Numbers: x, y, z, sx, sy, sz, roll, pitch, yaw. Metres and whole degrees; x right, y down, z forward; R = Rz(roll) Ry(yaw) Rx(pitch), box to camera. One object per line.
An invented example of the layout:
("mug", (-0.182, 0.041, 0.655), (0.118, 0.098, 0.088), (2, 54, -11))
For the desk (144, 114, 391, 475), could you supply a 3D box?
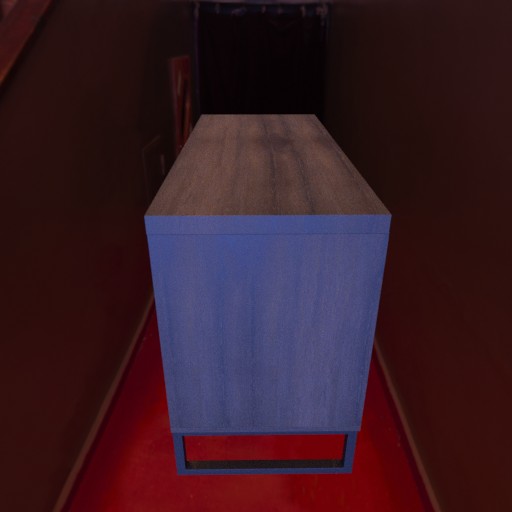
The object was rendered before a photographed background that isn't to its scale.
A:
("desk", (0.000, 0.000, 1.522), (0.511, 0.752, 1.134), (0, 27, -1))
